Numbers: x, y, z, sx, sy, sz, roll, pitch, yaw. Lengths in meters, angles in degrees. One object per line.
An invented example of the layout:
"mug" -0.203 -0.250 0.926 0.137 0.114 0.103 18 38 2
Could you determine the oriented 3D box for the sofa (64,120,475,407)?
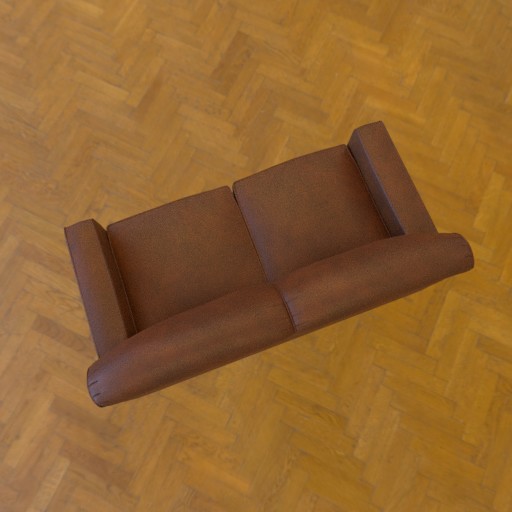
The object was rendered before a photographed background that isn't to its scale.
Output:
"sofa" 0.000 0.000 2.443 1.856 0.966 1.000 -20 76 -5
